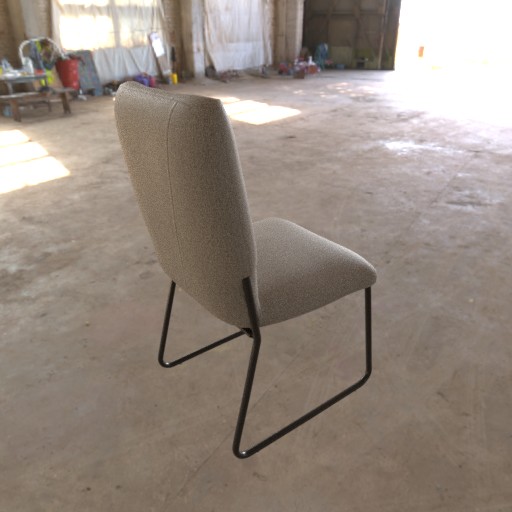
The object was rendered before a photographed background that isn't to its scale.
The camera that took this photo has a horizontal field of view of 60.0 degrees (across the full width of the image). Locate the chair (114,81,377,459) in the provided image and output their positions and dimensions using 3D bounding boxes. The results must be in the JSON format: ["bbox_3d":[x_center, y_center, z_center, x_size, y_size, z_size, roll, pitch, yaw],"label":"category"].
[{"bbox_3d":[0.000,0.000,1.169,0.560,0.864,0.448,-19,32,-32],"label":"chair"}]
